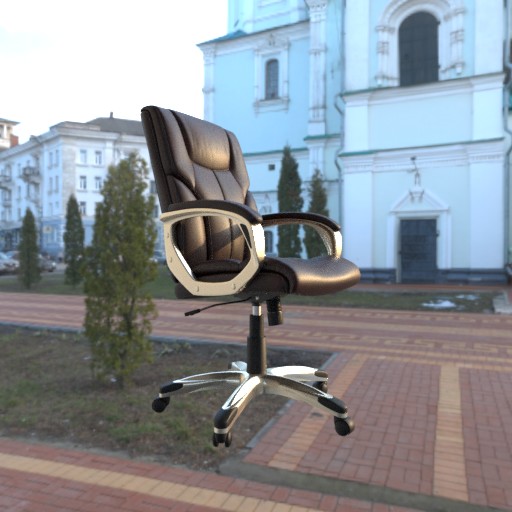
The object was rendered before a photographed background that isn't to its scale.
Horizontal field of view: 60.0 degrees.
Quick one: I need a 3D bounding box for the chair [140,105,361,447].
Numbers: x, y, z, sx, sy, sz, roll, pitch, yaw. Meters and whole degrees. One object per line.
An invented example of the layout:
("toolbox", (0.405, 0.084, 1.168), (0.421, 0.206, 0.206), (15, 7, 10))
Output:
("chair", (0.000, 0.000, 1.581), (0.739, 1.107, 0.662), (0, 1, 36))
